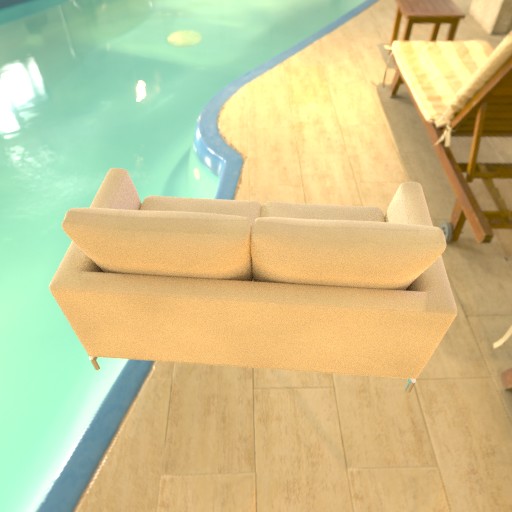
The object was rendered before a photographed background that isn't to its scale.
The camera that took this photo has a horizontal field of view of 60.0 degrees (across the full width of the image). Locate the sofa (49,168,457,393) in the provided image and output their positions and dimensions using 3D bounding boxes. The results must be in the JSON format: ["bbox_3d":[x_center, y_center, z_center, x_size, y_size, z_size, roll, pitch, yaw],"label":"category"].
[{"bbox_3d":[0.000,0.000,2.305,1.739,0.995,0.906,3,47,3],"label":"sofa"}]
